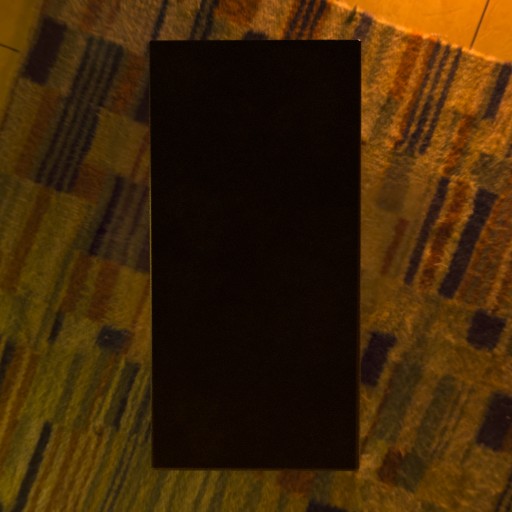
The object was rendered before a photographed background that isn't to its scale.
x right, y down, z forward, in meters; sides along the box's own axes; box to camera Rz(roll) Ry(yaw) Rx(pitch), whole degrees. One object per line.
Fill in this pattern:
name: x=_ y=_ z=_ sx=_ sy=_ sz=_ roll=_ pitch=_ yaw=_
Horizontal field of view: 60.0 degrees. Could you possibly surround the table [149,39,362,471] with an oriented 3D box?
table: x=0.000 y=0.000 z=1.439 sx=0.580 sy=0.487 sz=1.171 roll=0 pitch=92 yaw=0
